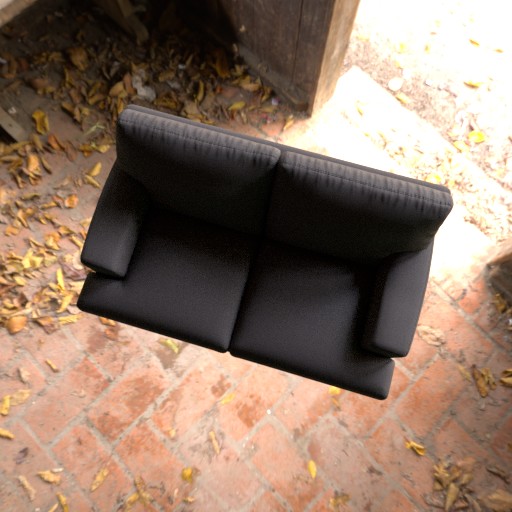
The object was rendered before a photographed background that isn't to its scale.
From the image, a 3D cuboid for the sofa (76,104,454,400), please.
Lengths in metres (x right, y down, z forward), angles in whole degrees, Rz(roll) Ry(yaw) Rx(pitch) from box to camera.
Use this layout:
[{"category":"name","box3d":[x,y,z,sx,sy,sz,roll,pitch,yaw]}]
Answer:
[{"category":"sofa","box3d":[0.000,0.000,2.528,1.880,0.940,1.143,16,76,4]}]
